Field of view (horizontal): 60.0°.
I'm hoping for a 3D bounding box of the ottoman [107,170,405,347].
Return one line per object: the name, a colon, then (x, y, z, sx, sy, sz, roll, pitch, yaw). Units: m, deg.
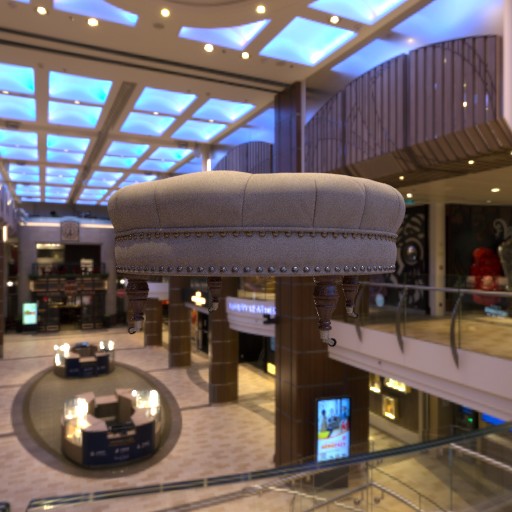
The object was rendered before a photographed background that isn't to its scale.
ottoman: (0.000, 0.000, 1.410, 0.901, 0.439, 0.901, 0, 0, 0)
